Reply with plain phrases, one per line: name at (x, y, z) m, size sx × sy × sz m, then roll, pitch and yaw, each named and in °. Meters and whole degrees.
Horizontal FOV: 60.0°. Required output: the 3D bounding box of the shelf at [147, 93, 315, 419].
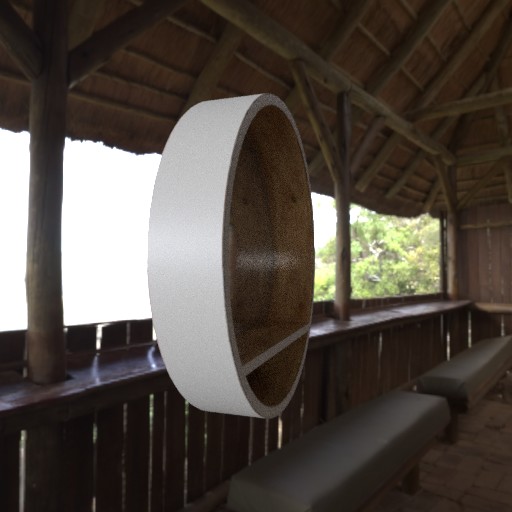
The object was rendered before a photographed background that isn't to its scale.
shelf at (0.000, 0.000, 1.187) m, size 0.158 × 0.807 × 0.806 m, roll 0°, pitch 0°, yaw 19°
